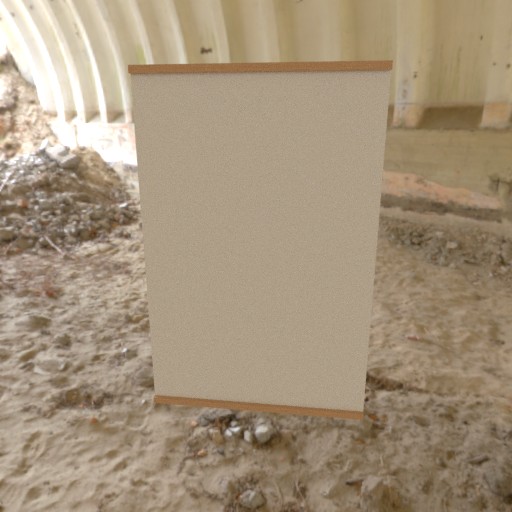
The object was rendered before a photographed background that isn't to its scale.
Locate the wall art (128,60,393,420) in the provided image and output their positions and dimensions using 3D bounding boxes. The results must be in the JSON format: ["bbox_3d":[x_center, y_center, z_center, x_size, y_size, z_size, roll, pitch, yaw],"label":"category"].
[{"bbox_3d":[0.000,0.000,1.882,0.991,1.510,0.040,2,17,7],"label":"wall art"}]
